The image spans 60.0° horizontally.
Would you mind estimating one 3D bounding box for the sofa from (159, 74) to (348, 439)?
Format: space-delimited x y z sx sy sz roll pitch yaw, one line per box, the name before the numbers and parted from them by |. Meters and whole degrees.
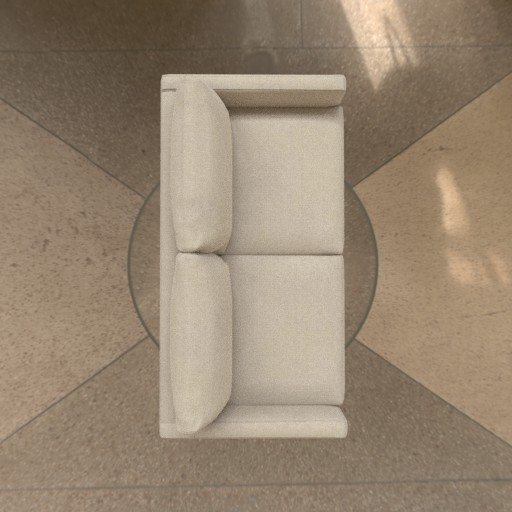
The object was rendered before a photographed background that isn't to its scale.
sofa | 0.000 0.000 2.208 0.875 0.840 1.682 0 89 0
